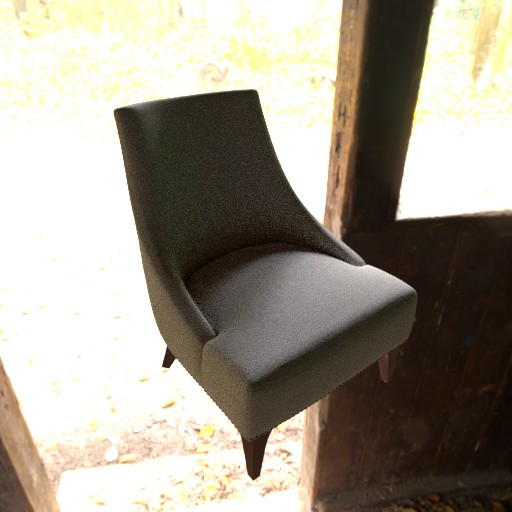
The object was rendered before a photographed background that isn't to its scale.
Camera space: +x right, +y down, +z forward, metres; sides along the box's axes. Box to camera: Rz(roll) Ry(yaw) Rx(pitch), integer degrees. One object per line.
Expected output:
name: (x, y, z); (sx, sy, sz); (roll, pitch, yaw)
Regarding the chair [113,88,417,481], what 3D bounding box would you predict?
chair: (0.000, 0.000, 1.471); (0.701, 0.909, 0.861); (-21, 37, -32)
